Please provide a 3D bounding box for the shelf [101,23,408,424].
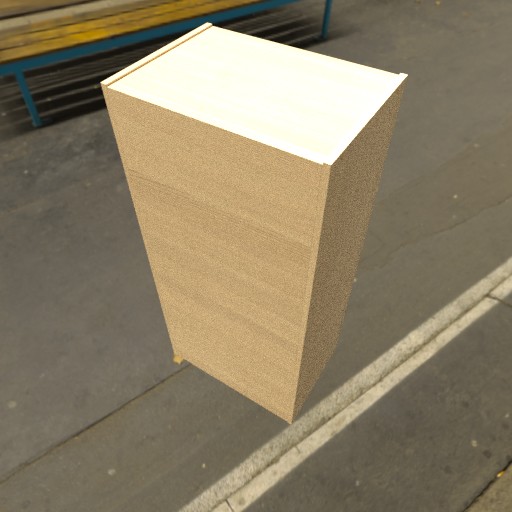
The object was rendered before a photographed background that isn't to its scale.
[{"bbox_3d":[0.000,0.000,1.057,0.417,0.876,0.292,25,53,21],"label":"shelf"}]
